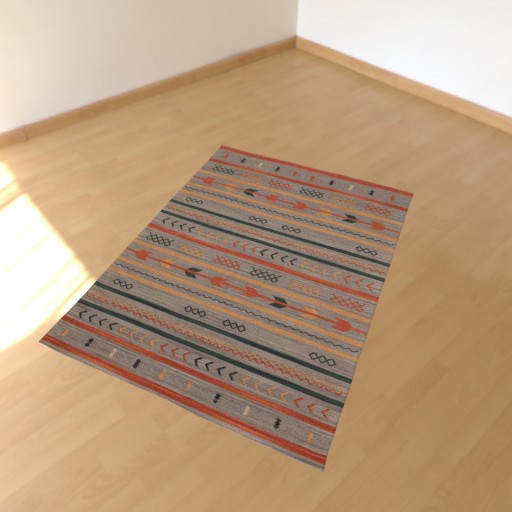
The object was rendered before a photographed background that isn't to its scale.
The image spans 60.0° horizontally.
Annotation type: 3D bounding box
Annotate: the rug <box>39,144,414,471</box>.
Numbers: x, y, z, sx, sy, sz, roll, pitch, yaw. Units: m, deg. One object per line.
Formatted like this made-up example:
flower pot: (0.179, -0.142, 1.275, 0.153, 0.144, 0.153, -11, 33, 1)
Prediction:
rug: (0.000, 0.000, 3.990, 2.263, 0.022, 3.029, 18, 48, 17)
